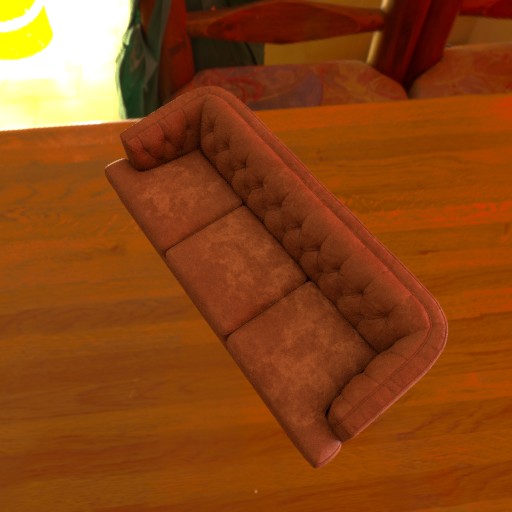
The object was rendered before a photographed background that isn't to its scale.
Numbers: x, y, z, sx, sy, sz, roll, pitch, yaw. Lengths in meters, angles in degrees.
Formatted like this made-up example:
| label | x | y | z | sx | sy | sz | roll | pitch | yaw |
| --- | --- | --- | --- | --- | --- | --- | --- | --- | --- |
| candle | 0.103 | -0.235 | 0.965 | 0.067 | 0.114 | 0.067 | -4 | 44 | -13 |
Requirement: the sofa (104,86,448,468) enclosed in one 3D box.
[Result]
| label | x | y | z | sx | sy | sz | roll | pitch | yaw |
| --- | --- | --- | --- | --- | --- | --- | --- | --- | --- |
| sofa | 0.000 | 0.000 | 2.693 | 0.922 | 0.791 | 2.257 | -33 | 67 | -16 |
